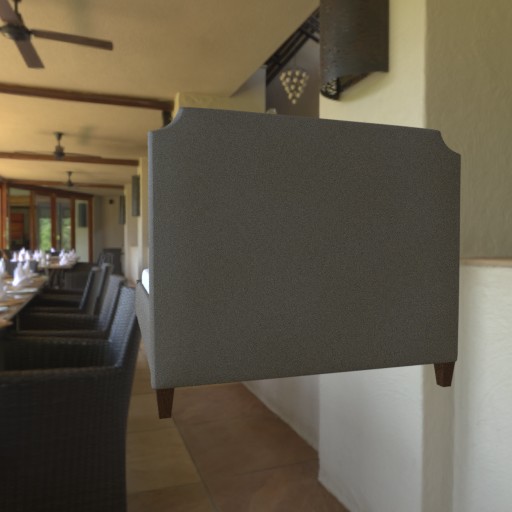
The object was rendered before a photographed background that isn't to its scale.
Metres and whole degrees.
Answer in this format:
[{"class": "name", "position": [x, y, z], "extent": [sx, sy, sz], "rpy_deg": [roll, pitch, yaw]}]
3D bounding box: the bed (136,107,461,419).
[{"class": "bed", "position": [0.000, 0.000, 3.342], "extent": [1.712, 1.443, 2.372], "rpy_deg": [0, 1, -17]}]
